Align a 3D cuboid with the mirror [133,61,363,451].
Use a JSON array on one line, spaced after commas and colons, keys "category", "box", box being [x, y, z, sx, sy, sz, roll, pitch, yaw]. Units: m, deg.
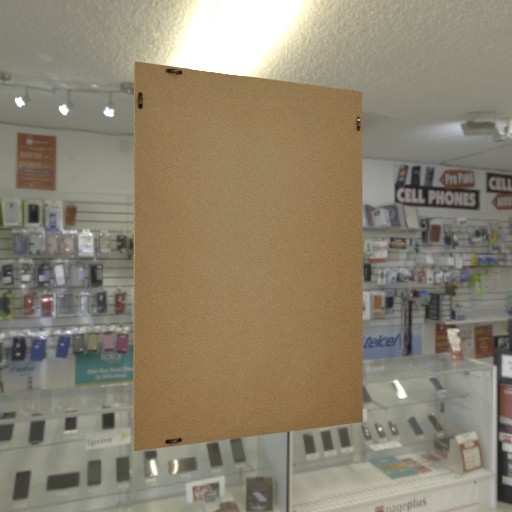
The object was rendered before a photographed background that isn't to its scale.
[{"category": "mirror", "box": [0.000, 0.000, 1.147, 0.609, 0.915, 0.040, 0, -1, -18]}]
